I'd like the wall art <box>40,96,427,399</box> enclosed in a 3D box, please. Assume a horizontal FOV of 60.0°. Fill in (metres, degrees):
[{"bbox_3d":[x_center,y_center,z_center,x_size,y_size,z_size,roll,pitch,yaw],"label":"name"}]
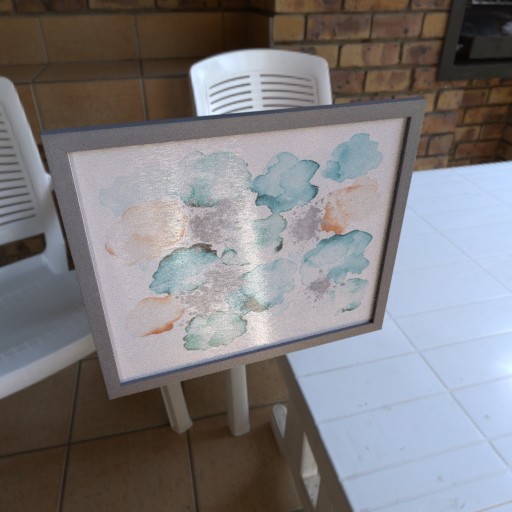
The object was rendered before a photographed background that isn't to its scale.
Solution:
[{"bbox_3d":[0.000,0.000,0.881,0.660,0.558,0.026,-11,34,-16],"label":"wall art"}]
